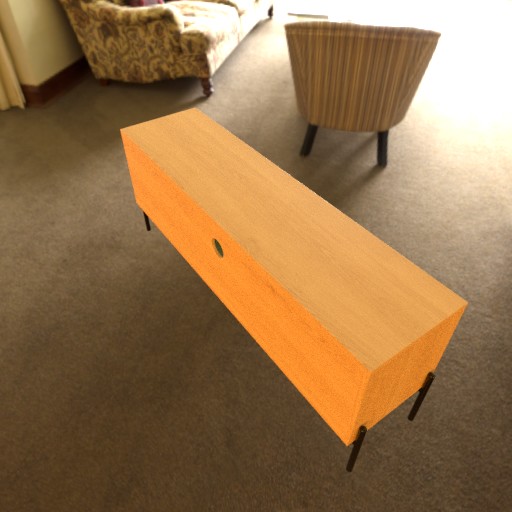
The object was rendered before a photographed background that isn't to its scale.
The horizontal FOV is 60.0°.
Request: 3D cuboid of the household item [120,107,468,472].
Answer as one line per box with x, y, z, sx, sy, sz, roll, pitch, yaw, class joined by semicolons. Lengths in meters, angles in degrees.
0.000;0.000;1.795;0.400;0.600;1.550;-26;49;-25;household item
